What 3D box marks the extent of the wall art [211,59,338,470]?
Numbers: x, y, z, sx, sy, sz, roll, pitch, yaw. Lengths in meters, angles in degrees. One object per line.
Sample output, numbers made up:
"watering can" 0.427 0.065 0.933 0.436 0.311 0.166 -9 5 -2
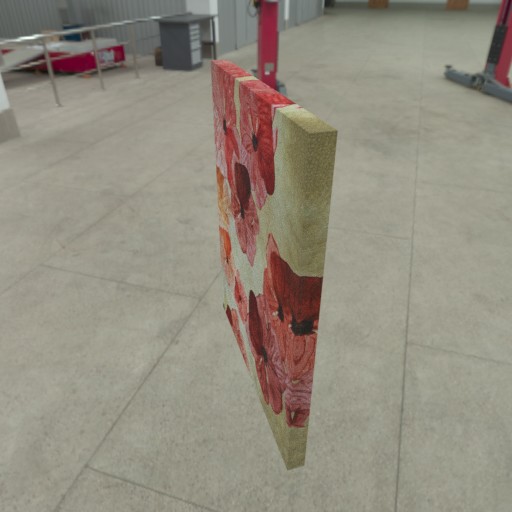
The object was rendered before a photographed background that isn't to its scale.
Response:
"wall art" 0.000 0.000 0.692 0.028 0.508 0.406 -9 34 -14
